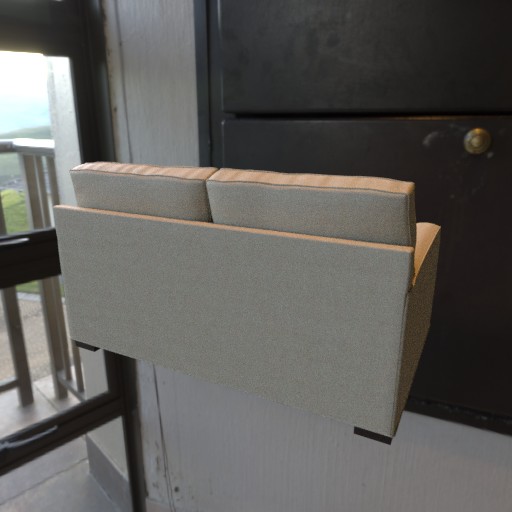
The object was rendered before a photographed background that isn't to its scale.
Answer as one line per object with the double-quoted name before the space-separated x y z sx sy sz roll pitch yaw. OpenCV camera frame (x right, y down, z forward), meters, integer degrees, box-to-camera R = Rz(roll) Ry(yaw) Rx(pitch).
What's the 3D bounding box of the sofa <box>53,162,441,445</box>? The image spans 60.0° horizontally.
"sofa" 0.000 0.000 2.031 1.484 0.853 0.942 9 19 26
